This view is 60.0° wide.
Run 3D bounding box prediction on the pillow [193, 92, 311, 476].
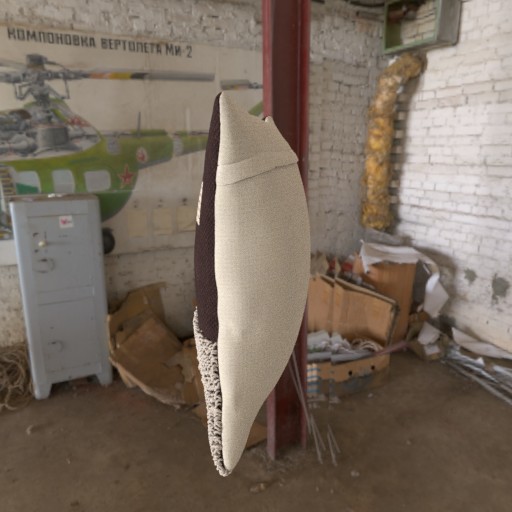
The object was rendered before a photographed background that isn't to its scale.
[{"bbox_3d":[0.000,0.000,0.733,0.178,0.473,0.475,2,14,9],"label":"pillow"}]
